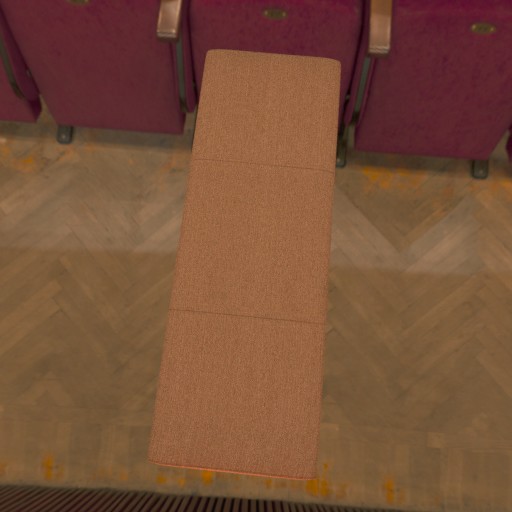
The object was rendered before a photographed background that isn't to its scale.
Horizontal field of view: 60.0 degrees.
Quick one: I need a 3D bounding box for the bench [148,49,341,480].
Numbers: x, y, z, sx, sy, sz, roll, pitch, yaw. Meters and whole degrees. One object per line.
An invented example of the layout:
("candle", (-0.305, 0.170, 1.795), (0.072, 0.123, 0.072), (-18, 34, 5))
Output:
("bench", (0.000, 0.000, 1.473), (0.446, 0.438, 1.269), (5, 76, 1))
